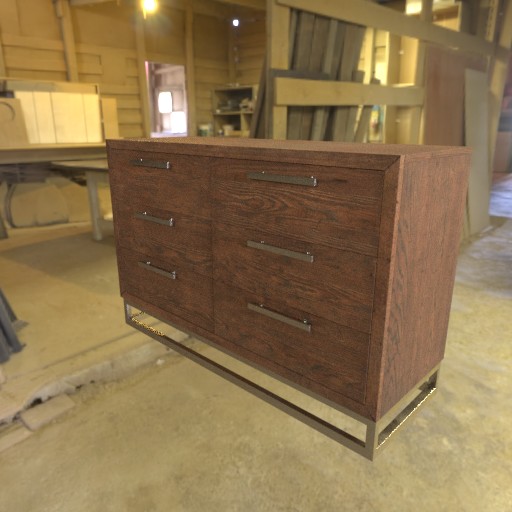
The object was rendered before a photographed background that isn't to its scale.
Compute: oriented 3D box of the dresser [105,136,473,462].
[{"bbox_3d":[0.000,0.000,2.134,1.646,1.061,0.623,15,23,41],"label":"dresser"}]
